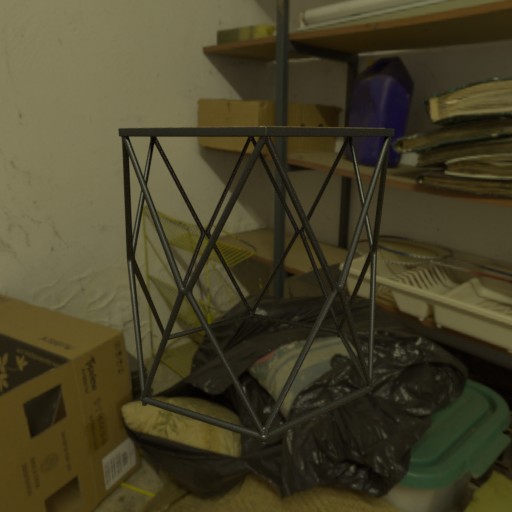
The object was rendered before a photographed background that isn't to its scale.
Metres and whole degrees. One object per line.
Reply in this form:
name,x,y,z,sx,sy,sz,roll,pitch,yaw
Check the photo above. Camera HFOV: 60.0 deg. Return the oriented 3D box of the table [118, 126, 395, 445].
table,0.000,0.000,1.026,0.578,0.564,0.579,7,17,25
